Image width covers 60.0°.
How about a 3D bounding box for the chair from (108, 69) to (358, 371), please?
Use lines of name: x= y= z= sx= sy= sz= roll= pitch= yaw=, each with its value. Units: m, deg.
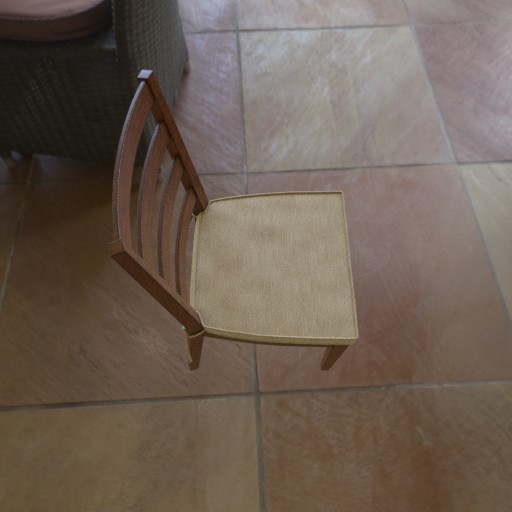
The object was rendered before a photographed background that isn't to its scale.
chair: x=0.000 y=0.000 z=1.375 sx=0.595 sy=0.979 sz=0.593 roll=0 pitch=63 yaw=0
